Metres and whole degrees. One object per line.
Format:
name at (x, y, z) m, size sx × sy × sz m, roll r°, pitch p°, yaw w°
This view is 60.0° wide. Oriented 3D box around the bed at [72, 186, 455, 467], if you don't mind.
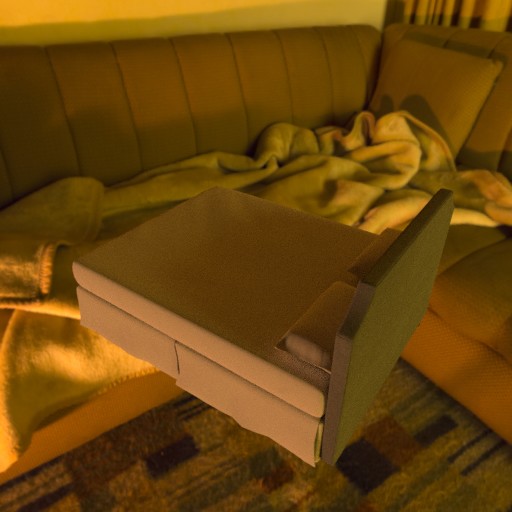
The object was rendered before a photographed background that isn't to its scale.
bed at (0.000, 0.000, 3.615) m, size 2.464 × 1.306 × 1.977 m, roll 21°, pitch 38°, yaw 29°
